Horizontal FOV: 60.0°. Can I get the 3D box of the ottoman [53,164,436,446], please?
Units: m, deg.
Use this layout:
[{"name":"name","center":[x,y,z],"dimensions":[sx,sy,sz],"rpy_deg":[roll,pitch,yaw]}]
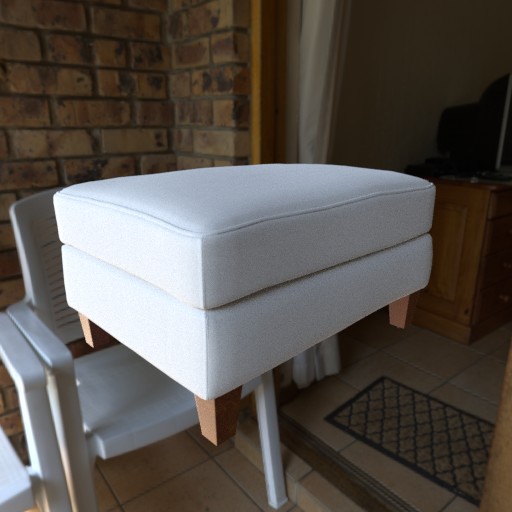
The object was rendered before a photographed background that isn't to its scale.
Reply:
[{"name":"ottoman","center":[0.000,0.000,1.188],"dimensions":[0.818,0.479,0.634],"rpy_deg":[-16,23,-42]}]
